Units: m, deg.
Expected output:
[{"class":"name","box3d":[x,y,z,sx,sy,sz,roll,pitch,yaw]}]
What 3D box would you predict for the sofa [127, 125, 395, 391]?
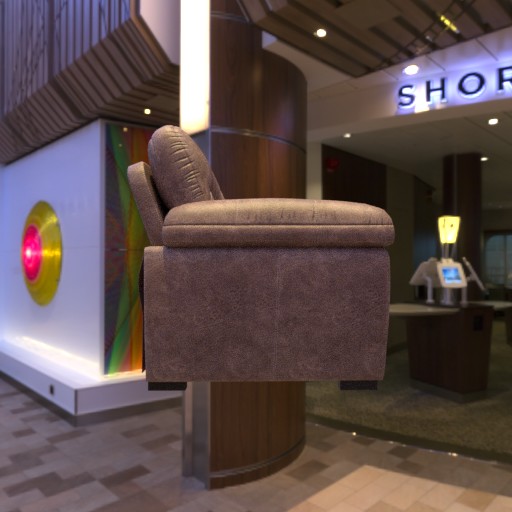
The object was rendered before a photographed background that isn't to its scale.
[{"class":"sofa","box3d":[0.000,0.000,2.393,0.991,0.991,1.753,0,0,-1]}]
